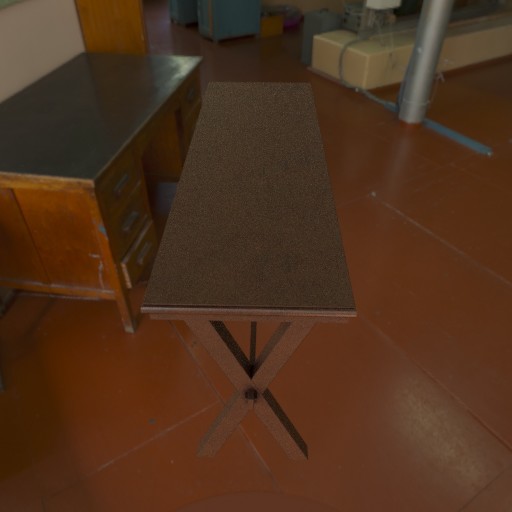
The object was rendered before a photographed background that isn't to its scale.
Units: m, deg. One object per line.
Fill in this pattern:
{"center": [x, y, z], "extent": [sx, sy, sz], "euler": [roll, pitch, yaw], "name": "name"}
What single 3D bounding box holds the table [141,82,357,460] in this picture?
{"center": [0.000, 0.000, 1.514], "extent": [0.399, 0.763, 1.197], "euler": [1, 40, 1], "name": "table"}
